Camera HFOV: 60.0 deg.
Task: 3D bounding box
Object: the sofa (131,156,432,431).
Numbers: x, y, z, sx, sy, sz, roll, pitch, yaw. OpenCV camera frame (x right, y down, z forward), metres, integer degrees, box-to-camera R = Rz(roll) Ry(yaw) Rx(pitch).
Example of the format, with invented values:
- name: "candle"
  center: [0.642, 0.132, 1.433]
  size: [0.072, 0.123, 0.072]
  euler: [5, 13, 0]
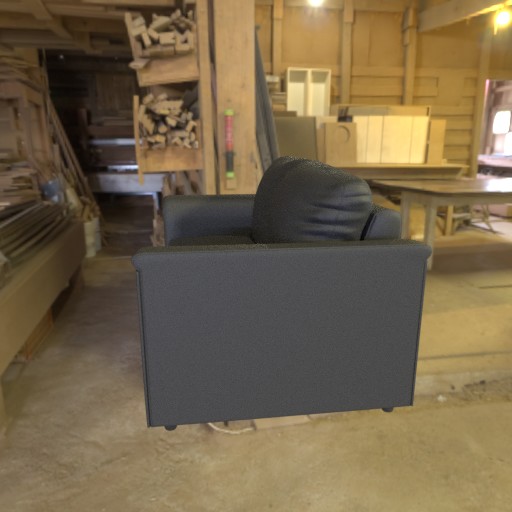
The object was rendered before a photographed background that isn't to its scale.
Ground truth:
- name: "sofa"
  center: [0.000, 0.000, 1.979]
  size: [0.887, 0.845, 1.386]
  euler: [-2, 15, -8]
